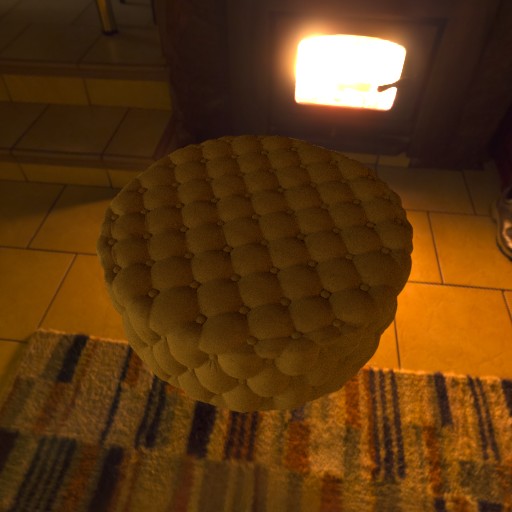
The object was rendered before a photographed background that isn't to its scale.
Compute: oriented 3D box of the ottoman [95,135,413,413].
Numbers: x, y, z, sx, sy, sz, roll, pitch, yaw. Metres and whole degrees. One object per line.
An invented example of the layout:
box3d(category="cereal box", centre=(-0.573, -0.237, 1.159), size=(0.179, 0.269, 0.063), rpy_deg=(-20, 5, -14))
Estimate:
box3d(category="ottoman", centre=(0.000, 0.000, 1.533), size=(0.998, 0.399, 0.998), rpy_deg=(0, 48, 0))
